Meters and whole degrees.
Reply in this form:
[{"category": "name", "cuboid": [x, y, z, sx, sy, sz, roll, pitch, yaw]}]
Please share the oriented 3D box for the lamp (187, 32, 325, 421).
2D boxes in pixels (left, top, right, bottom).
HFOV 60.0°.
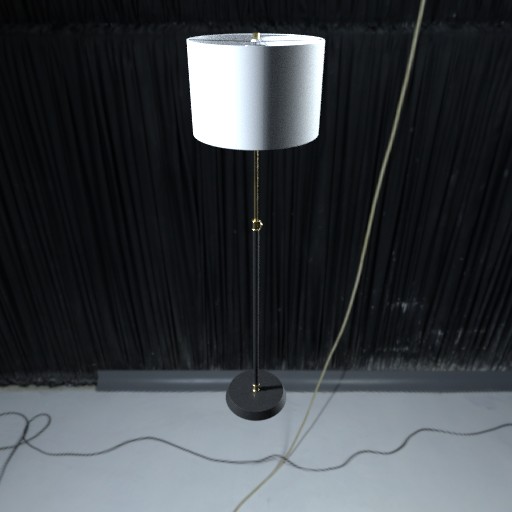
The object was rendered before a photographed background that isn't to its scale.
[{"category": "lamp", "cuboid": [0.000, 0.000, 1.684, 0.404, 1.517, 0.404, 0, 31, 0]}]
